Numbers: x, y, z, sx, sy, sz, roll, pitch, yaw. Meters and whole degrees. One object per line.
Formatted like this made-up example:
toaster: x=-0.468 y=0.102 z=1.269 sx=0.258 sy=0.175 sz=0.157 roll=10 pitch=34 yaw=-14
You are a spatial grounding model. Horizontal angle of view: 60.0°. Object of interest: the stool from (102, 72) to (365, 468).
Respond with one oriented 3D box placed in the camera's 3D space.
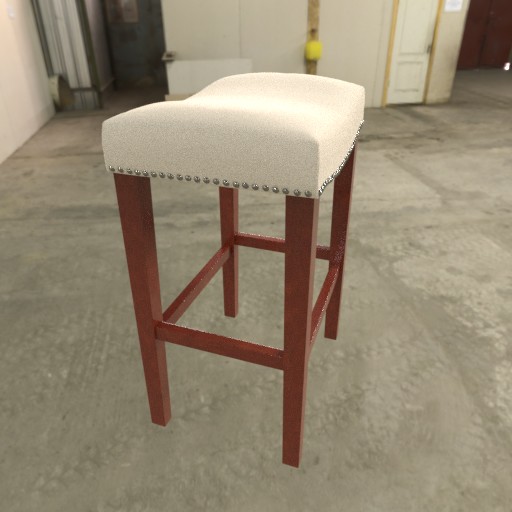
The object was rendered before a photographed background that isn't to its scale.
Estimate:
stool: x=0.000 y=0.000 z=1.029 sx=0.372 sy=0.742 sz=0.504 roll=10 pitch=31 yaw=17
